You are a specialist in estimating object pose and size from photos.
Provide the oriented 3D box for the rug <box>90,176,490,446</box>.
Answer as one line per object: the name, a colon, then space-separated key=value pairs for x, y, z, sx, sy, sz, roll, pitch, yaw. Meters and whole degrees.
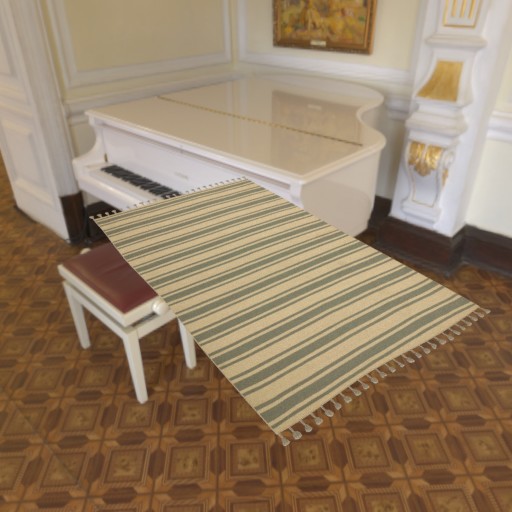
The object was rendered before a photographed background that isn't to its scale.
rug: x=0.000 y=0.000 z=2.477 sx=1.222 sy=0.009 sz=2.084 roll=-20 pitch=37 yaw=-29
